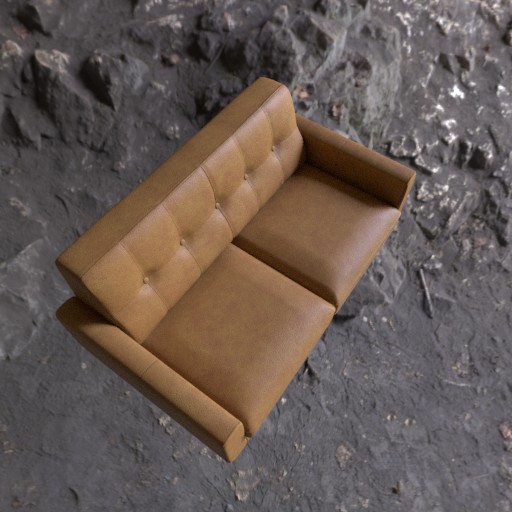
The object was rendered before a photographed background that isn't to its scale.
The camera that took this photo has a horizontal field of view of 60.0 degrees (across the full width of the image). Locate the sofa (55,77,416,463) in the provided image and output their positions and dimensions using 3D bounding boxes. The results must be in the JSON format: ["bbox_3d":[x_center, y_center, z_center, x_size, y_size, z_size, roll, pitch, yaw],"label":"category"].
[{"bbox_3d":[0.000,0.000,2.224,0.952,0.925,1.651,31,63,18],"label":"sofa"}]
